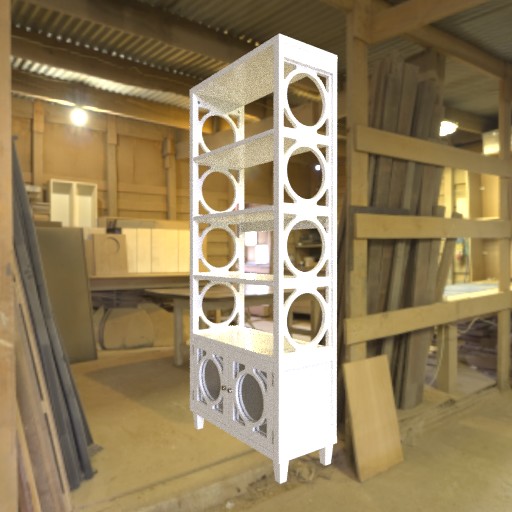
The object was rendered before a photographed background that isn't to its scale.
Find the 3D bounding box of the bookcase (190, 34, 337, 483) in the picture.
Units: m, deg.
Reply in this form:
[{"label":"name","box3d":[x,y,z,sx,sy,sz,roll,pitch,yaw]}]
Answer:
[{"label":"bookcase","box3d":[0.000,0.000,2.183,0.361,1.869,0.761,0,1,-36]}]
